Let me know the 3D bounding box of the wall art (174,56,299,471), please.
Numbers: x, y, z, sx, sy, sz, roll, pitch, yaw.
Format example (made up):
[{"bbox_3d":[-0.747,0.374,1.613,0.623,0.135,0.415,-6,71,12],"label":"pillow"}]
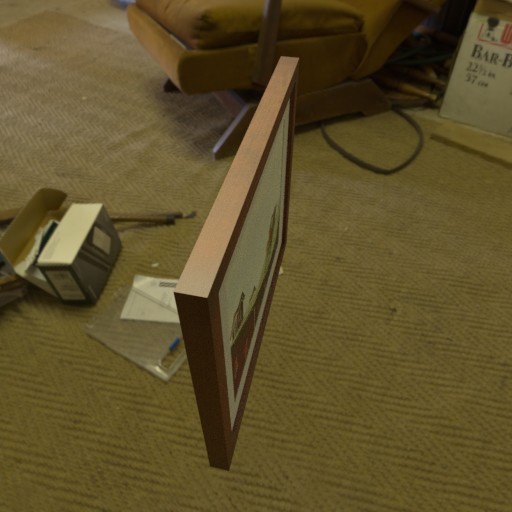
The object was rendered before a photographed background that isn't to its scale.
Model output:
[{"bbox_3d":[0.000,0.000,0.764,0.033,0.457,0.558,9,47,9],"label":"wall art"}]
